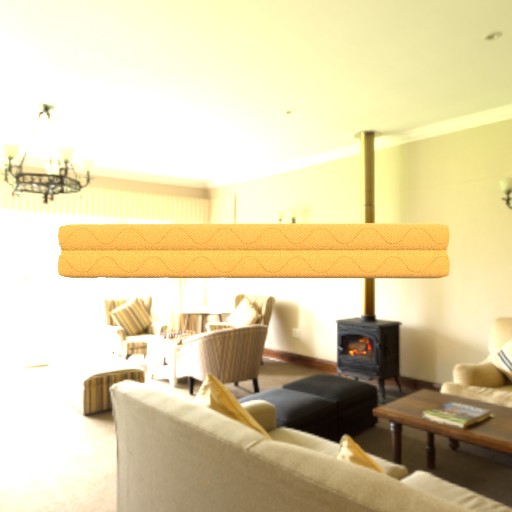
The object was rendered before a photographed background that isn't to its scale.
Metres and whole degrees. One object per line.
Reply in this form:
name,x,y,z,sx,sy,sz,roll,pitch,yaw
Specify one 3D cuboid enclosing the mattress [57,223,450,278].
mattress,0.000,0.000,2.522,1.400,0.200,1.900,0,-1,1
